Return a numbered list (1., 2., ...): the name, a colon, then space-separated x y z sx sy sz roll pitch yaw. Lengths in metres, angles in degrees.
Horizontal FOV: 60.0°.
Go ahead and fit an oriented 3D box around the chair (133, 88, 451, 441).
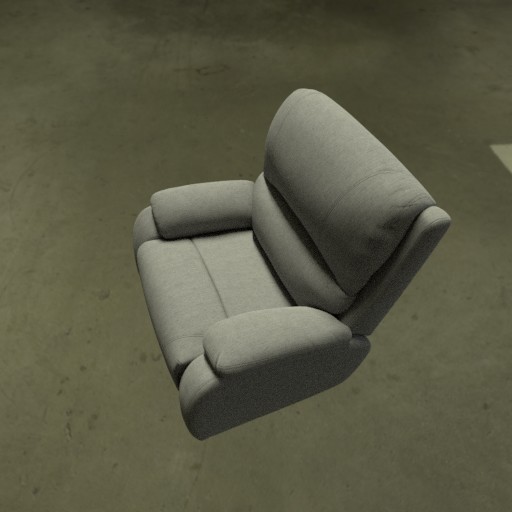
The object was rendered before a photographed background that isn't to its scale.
1. chair: 0.000 0.000 1.734 0.899 1.011 0.930 -17 50 -15
